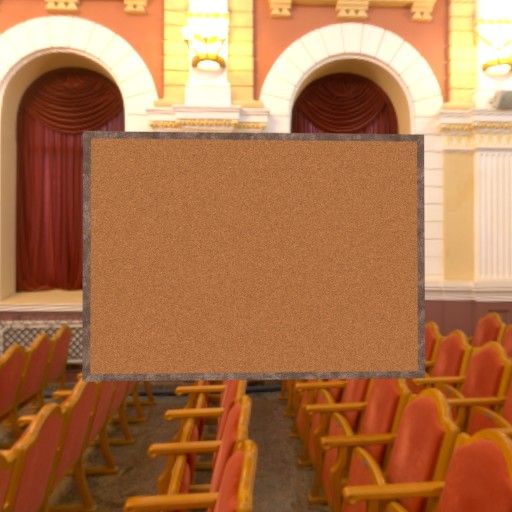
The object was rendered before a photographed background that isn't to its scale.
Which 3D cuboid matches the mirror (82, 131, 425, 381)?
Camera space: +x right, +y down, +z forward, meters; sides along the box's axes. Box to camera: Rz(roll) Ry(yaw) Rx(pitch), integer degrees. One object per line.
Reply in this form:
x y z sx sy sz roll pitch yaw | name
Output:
0.000 0.000 1.437 1.101 0.795 0.022 0 -1 -2 | mirror
